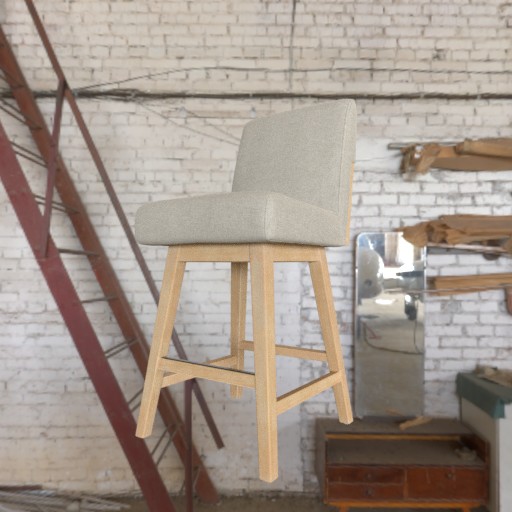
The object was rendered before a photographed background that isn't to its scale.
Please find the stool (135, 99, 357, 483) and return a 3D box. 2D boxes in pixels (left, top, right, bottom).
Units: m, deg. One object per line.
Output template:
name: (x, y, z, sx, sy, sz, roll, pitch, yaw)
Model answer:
stool: (0.000, 0.000, 1.418, 0.507, 1.085, 0.606, 0, -1, 35)
